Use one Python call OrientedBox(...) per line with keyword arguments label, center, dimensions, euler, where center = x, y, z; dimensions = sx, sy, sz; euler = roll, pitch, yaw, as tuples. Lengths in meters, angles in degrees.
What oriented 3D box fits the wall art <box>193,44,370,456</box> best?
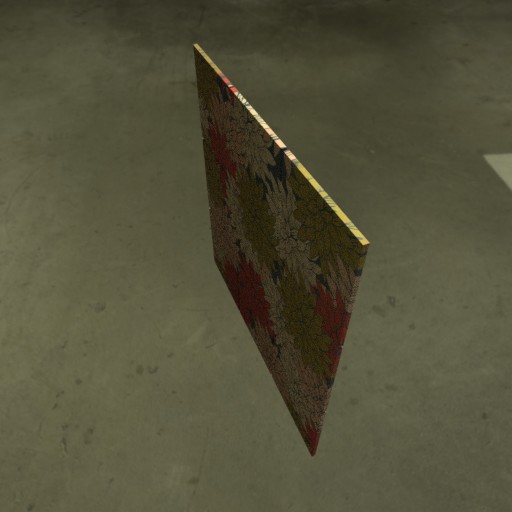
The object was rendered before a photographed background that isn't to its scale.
OrientedBox(label="wall art", center=(0.000, 0.000, 1.328), dimensions=(0.013, 0.913, 0.904), euler=(-17, 48, -16))
